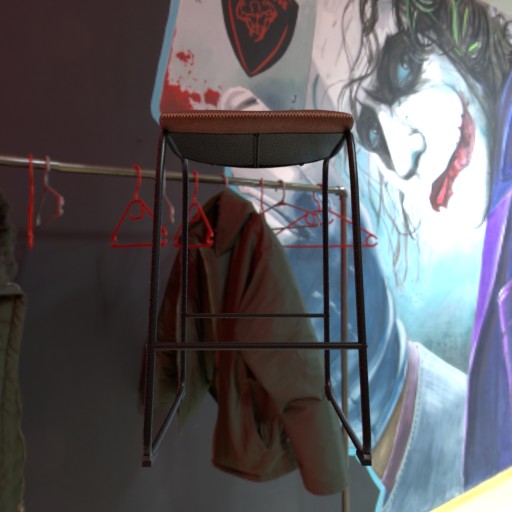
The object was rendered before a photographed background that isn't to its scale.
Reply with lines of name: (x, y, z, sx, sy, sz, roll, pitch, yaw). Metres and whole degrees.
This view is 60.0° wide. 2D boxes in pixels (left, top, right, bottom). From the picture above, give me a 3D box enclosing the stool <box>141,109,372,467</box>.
stool: (0.000, 0.000, 1.097, 0.454, 0.830, 0.473, 0, 1, -1)
